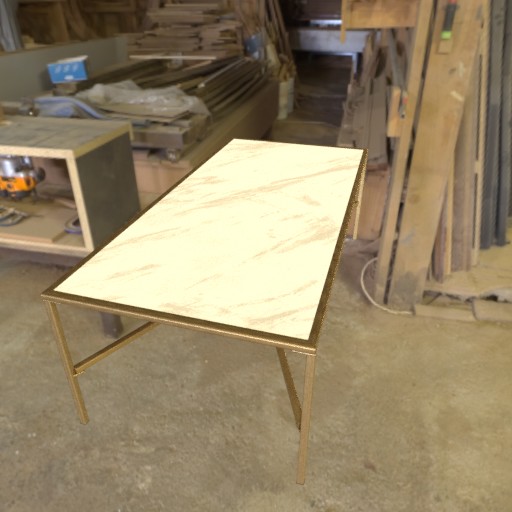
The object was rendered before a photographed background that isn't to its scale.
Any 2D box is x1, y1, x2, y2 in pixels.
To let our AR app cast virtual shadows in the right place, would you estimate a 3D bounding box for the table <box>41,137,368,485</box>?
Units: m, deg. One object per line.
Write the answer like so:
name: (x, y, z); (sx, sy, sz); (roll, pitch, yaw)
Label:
table: (0.000, 0.000, 1.442); (0.577, 0.405, 1.197); (9, 32, 14)
